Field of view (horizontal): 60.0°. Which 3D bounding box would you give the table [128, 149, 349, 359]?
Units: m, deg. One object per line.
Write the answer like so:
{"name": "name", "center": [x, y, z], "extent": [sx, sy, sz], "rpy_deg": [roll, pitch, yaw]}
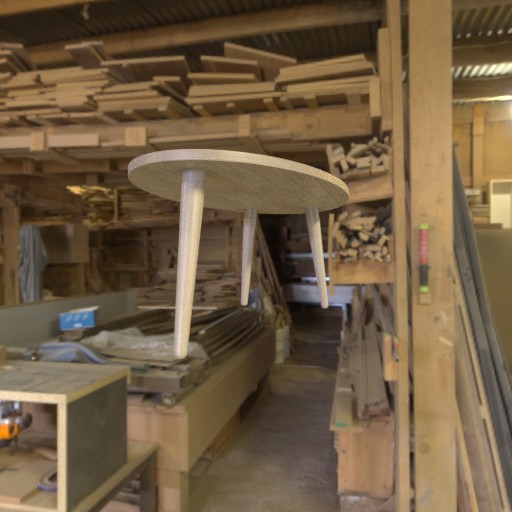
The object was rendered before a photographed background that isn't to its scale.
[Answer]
{"name": "table", "center": [0.000, 0.000, 1.331], "extent": [0.542, 0.390, 1.083], "rpy_deg": [0, 0, 16]}
